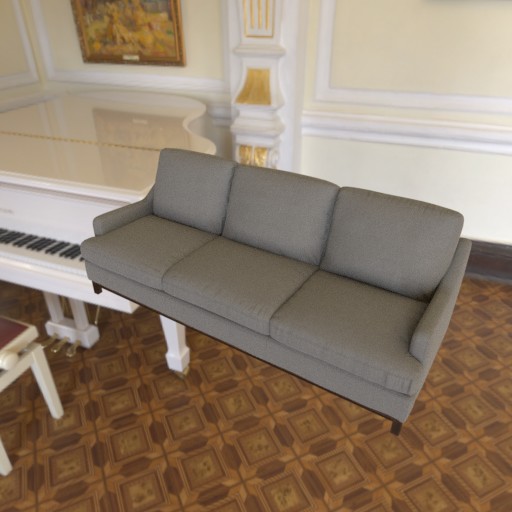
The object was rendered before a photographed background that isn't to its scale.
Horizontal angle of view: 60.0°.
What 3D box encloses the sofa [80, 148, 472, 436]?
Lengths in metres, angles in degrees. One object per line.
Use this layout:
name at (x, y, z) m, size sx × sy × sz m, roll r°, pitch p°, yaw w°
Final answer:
sofa at (0.000, 0.000, 2.842) m, size 2.344 × 0.926 × 0.987 m, roll 18°, pitch 35°, yaw 28°
